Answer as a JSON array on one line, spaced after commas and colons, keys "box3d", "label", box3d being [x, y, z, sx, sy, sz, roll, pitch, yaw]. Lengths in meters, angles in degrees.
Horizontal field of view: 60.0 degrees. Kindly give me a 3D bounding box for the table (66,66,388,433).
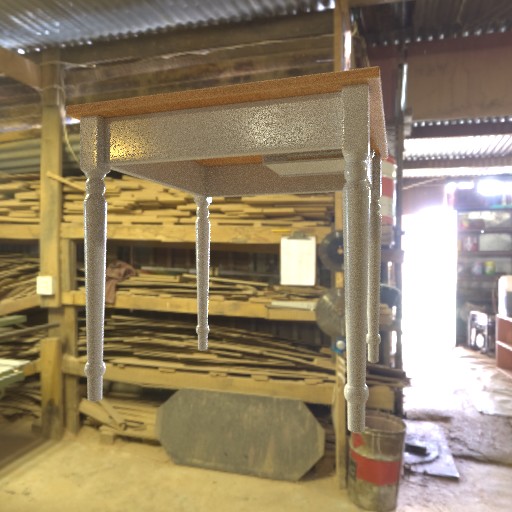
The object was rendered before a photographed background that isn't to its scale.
[{"box3d": [0.000, 0.000, 1.334, 0.747, 0.738, 0.747, 0, 0, 18], "label": "table"}]
